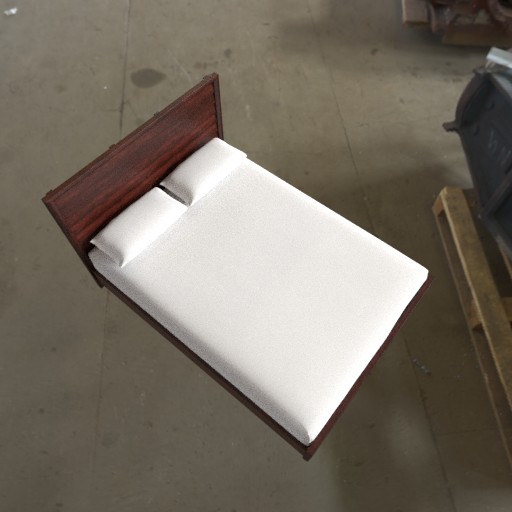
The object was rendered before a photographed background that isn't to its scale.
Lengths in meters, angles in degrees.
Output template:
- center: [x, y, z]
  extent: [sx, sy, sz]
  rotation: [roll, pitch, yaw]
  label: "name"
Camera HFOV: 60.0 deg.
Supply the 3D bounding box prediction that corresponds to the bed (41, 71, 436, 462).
- center: [0.000, 0.000, 4.101]
  extent: [2.803, 1.492, 2.040]
  rotation: [35, 65, 19]
  label: "bed"
